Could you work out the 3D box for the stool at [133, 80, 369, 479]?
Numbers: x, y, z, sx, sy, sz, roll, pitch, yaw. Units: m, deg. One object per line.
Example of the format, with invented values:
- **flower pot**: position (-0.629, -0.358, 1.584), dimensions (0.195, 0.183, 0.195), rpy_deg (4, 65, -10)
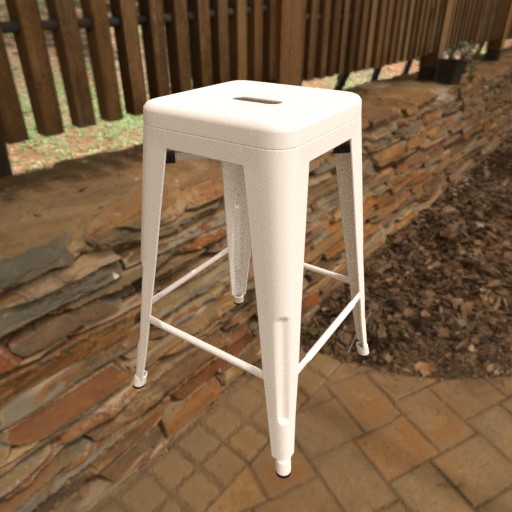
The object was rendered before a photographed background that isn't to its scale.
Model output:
- **stool**: position (0.000, 0.000, 0.886), dimensions (0.406, 0.610, 0.406), rpy_deg (19, 35, 29)
